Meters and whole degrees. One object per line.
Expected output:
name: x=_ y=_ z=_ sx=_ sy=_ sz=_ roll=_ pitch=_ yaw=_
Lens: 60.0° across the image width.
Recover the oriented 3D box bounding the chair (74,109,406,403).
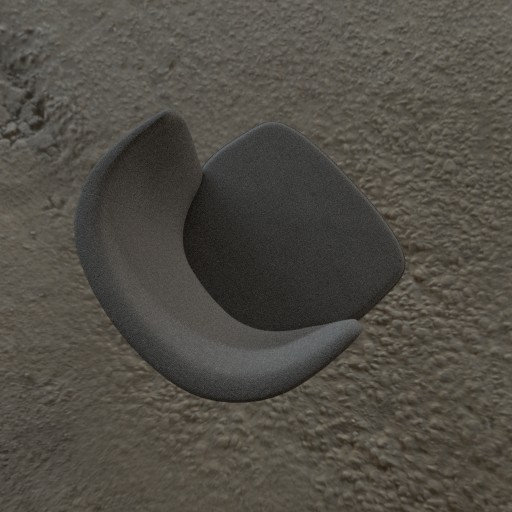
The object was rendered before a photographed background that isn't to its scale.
chair: x=0.000 y=0.000 z=1.228 sx=0.698 sy=0.695 sz=0.639 roll=-38 pitch=79 yaw=-9
